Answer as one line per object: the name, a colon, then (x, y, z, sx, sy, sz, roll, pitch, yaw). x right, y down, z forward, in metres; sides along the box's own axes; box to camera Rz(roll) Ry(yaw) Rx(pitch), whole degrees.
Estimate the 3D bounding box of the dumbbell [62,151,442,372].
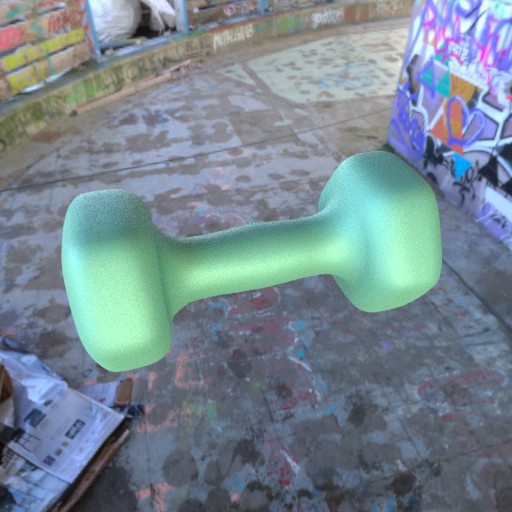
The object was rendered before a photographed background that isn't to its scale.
dumbbell: (0.000, 0.000, 0.330, 0.260, 0.117, 0.129, -10, 40, -12)
